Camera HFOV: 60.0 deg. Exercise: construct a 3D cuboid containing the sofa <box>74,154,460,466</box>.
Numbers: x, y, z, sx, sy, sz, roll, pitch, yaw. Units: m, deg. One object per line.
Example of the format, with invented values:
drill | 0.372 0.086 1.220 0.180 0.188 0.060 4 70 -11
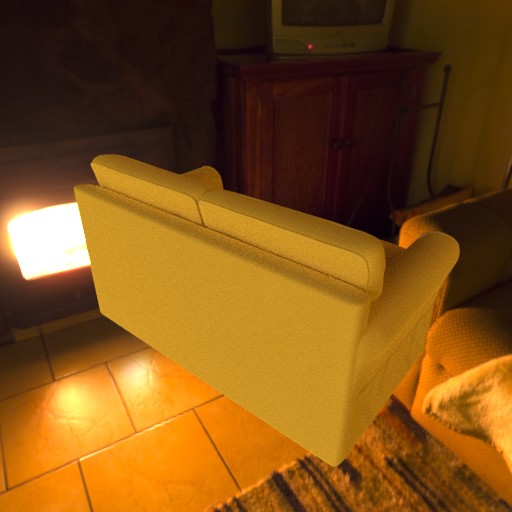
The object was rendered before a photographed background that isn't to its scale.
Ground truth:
sofa | 0.000 0.000 2.305 1.727 0.940 0.991 22 36 34
